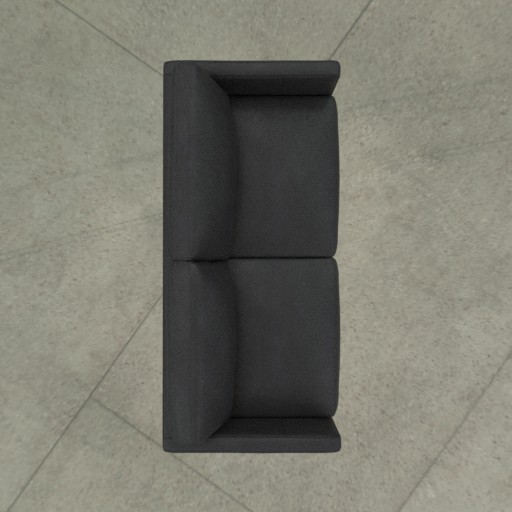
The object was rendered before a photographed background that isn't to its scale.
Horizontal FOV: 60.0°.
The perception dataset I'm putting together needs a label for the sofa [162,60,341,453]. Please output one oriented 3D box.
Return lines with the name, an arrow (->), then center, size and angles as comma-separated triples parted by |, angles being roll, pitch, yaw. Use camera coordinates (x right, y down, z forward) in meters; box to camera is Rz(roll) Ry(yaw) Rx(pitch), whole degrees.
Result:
sofa -> 0.000, 0.000, 2.441 | 0.933, 0.863, 1.971 | 0, 89, 0
